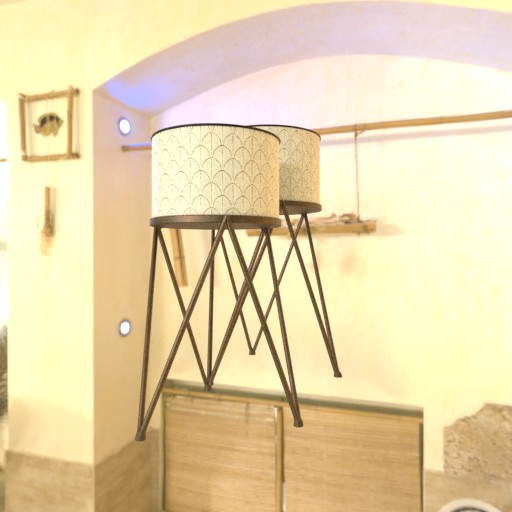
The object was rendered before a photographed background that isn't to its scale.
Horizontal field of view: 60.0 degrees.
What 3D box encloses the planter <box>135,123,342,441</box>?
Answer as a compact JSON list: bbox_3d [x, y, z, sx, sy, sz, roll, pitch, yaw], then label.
[{"bbox_3d":[0.000,0.000,1.186,0.413,0.712,0.769,0,1,18],"label":"planter"}]
